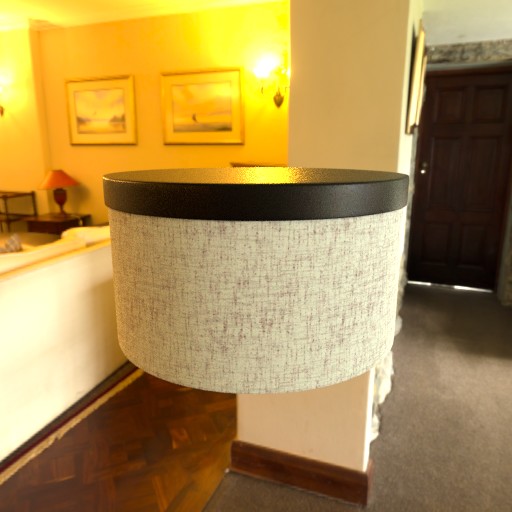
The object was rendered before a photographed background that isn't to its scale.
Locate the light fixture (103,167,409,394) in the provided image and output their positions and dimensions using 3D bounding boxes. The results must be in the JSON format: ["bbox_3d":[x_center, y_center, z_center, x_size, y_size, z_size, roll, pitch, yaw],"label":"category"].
[{"bbox_3d":[0.000,0.000,0.619,0.389,0.229,0.389,0,13,0],"label":"light fixture"}]
